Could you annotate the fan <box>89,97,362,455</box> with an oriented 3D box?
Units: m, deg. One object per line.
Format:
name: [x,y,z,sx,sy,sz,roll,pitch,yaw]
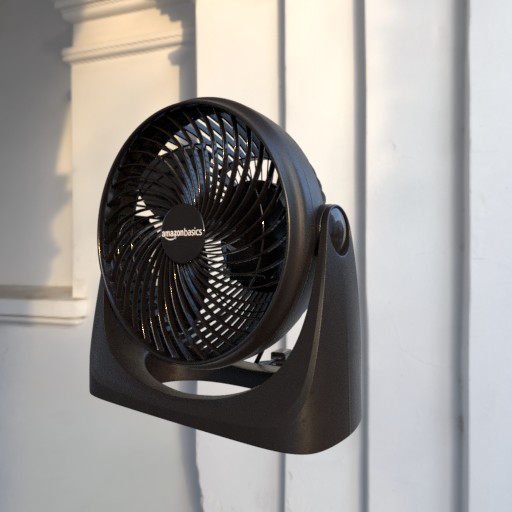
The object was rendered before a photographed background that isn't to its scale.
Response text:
fan: [0.000,0.000,0.475,0.273,0.277,0.256,0,0,35]
